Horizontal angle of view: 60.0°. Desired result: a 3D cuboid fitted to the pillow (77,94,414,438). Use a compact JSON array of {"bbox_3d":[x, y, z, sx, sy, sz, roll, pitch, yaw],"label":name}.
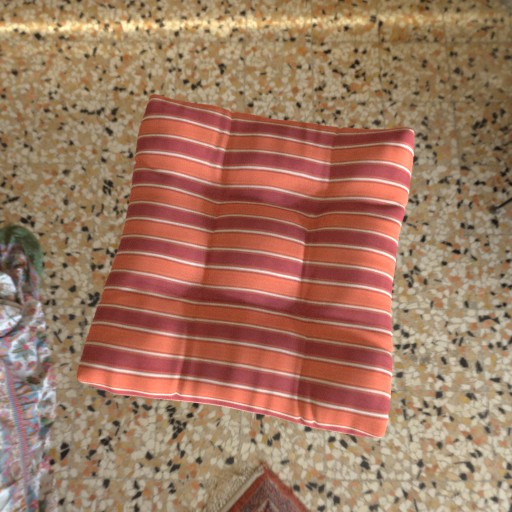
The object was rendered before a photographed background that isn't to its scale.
[{"bbox_3d":[0.000,0.000,0.718,0.468,0.133,0.490,9,76,2],"label":"pillow"}]
